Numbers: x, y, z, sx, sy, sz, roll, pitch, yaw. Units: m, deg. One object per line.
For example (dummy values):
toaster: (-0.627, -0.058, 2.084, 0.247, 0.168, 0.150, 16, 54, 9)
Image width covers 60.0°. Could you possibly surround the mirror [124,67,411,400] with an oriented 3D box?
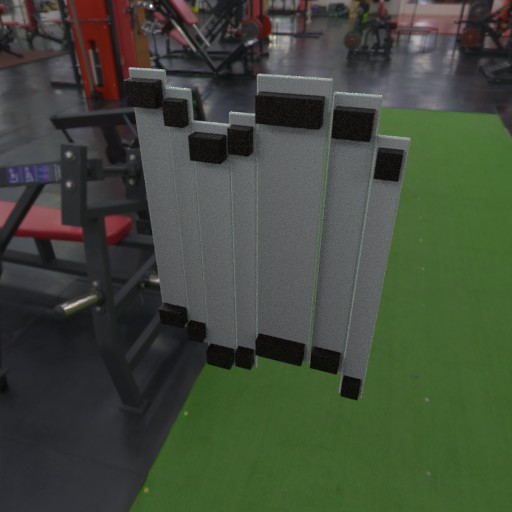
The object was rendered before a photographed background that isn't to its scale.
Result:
mirror: (0.000, 0.000, 0.790, 0.445, 0.611, 0.058, 10, 34, 16)
